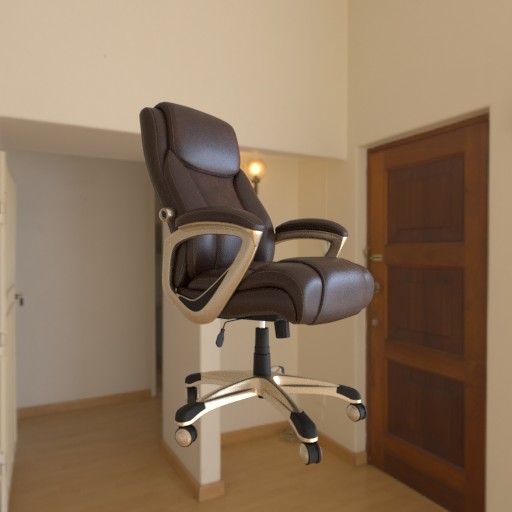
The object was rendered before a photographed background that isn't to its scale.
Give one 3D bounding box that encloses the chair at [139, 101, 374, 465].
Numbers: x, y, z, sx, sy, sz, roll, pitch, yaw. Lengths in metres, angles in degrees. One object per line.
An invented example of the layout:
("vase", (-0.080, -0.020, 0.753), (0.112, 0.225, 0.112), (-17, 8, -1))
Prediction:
("chair", (0.000, 0.000, 1.631), (0.749, 1.194, 0.692), (0, 1, 37))
